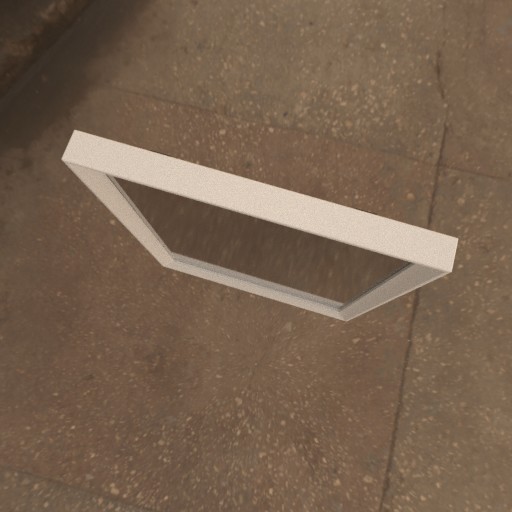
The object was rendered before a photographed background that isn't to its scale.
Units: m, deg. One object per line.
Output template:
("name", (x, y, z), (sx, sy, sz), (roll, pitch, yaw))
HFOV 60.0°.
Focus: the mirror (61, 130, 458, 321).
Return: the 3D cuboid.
("mirror", (0.000, 0.000, 0.692), (0.406, 0.509, 0.041), (16, 77, 4))
